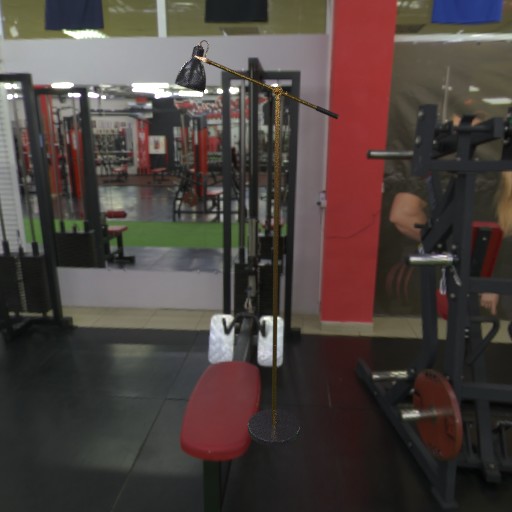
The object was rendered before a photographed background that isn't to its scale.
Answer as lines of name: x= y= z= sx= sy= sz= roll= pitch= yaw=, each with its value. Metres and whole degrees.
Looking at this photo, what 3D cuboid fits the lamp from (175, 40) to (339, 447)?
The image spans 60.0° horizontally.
lamp: x=0.000 y=0.000 z=1.817 sx=0.618 sy=1.628 sz=0.235 roll=2 pitch=15 yaw=7
